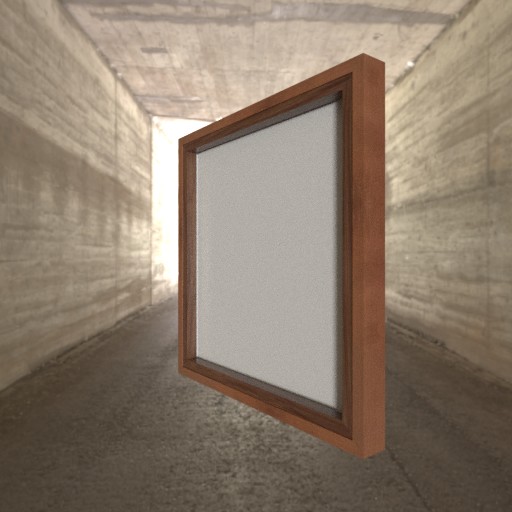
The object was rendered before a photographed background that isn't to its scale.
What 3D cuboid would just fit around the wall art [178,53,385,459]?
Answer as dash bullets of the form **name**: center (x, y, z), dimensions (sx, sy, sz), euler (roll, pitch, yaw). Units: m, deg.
- **wall art**: center (0.000, 0.000, 0.611), dimensions (0.035, 0.403, 0.403), euler (0, 0, -37)
